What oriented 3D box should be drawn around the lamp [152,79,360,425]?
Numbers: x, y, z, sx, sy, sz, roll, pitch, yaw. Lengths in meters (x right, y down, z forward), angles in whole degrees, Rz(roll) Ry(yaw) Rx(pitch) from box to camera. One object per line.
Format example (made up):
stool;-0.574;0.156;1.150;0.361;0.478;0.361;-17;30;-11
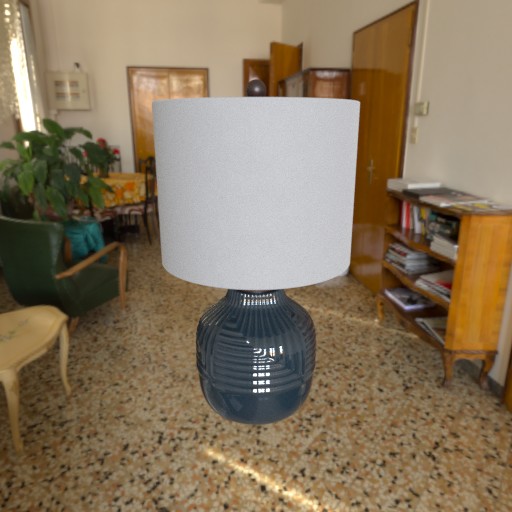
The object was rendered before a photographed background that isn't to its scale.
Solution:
lamp;0.000;0.000;0.763;0.318;0.567;0.318;0;17;0
